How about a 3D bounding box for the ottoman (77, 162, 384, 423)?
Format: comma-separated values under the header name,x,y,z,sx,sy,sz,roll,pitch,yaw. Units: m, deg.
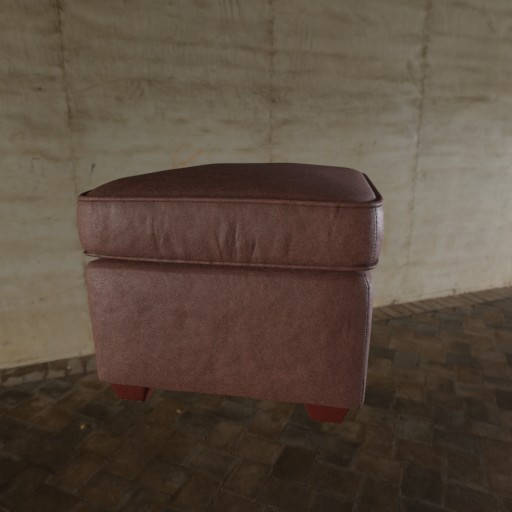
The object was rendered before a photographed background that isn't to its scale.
name,x,y,z,sx,sy,sz,roll,pitch,yaw
ottoman,0.000,0.000,1.105,0.548,0.449,0.749,3,15,10
